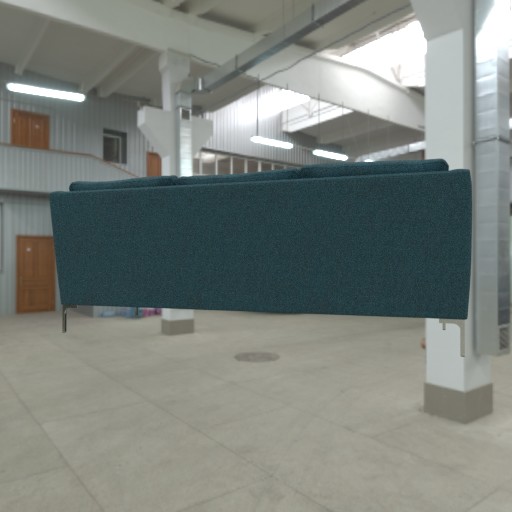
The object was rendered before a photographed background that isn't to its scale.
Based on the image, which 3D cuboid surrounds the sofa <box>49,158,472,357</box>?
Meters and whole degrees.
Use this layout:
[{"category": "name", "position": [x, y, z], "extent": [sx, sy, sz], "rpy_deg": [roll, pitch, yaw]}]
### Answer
[{"category": "sofa", "position": [0.000, 0.000, 2.437], "extent": [2.060, 0.837, 0.849], "rpy_deg": [0, 0, 17]}]
